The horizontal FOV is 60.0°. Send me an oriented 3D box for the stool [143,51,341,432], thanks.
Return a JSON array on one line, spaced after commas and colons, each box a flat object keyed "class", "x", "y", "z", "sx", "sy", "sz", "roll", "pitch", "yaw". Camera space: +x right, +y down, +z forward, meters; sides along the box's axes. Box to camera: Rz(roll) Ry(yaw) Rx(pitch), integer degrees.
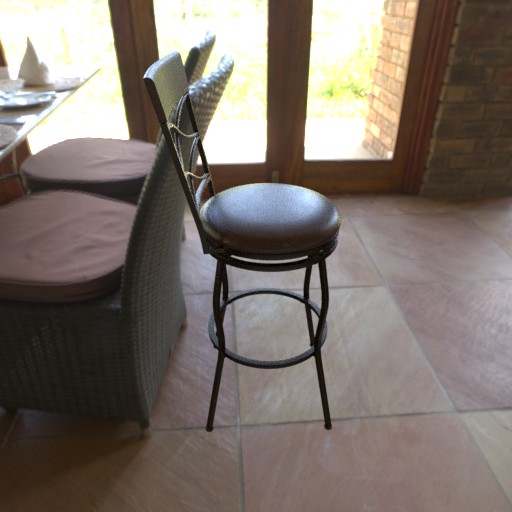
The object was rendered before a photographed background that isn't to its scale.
[{"class": "stool", "x": 0.000, "y": 0.000, "z": 1.394, "sx": 0.513, "sy": 1.130, "sz": 0.448, "roll": -1, "pitch": 31, "yaw": -1}]
